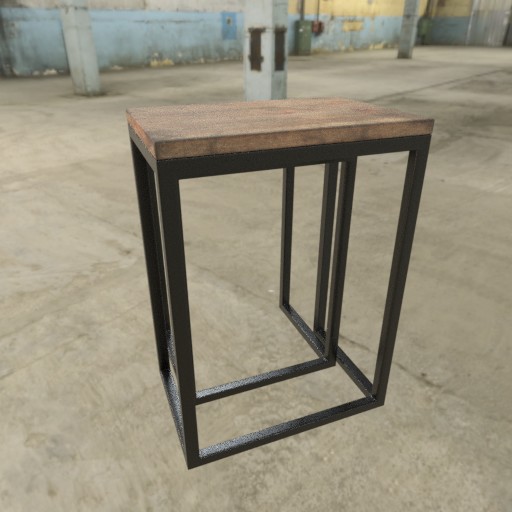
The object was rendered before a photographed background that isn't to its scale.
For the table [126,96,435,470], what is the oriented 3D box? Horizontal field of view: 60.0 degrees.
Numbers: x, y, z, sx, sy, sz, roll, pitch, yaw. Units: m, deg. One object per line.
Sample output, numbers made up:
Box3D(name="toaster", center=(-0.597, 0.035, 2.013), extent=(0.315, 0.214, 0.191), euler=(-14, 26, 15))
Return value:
Box3D(name="table", center=(0.000, 0.000, 0.954), extent=(0.456, 0.615, 0.460), euler=(-9, 28, -17))
